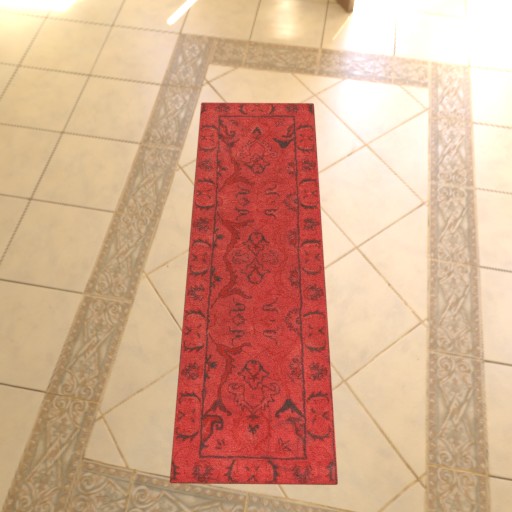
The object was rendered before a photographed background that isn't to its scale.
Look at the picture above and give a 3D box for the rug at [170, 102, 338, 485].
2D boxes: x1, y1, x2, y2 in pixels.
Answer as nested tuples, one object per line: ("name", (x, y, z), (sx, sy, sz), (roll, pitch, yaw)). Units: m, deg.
("rug", (0.000, 0.000, 2.664), (0.813, 0.018, 2.439), (0, 64, 0))
